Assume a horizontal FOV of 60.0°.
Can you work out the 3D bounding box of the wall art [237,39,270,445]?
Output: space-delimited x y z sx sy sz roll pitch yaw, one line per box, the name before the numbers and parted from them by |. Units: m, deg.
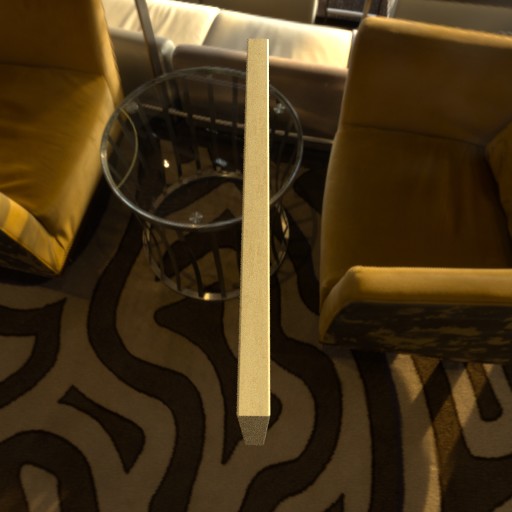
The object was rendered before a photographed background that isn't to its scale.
wall art | 0.000 0.000 0.710 0.032 0.381 0.533 0 63 0
